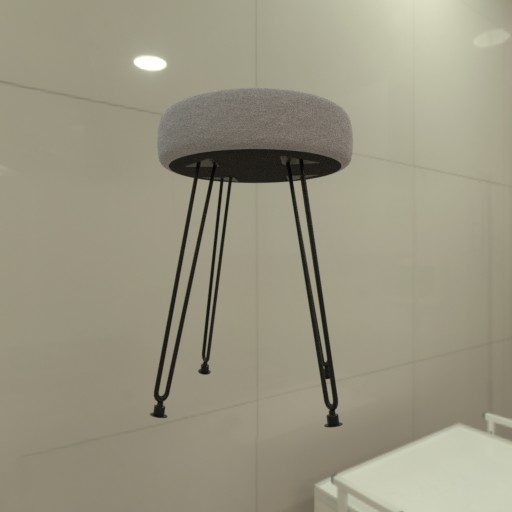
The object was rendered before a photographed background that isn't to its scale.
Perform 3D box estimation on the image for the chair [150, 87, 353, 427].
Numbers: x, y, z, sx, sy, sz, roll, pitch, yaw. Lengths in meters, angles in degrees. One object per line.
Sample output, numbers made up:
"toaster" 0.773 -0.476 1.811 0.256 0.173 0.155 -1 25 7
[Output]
"chair" 0.000 0.000 0.699 0.350 0.440 0.350 0 0 -37
